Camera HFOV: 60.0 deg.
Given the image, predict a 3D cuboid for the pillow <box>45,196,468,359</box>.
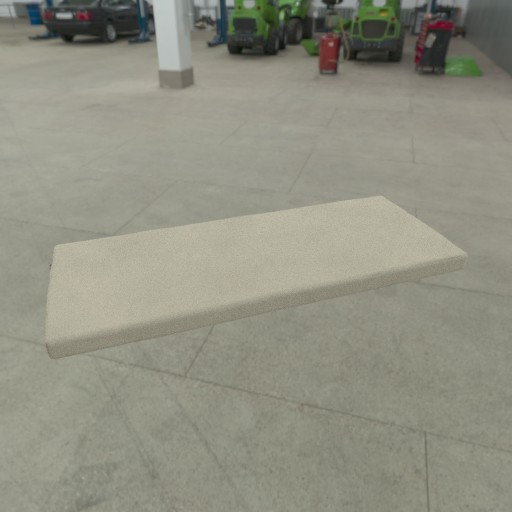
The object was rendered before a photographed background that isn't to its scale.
[{"bbox_3d":[0.000,0.000,1.330,1.187,0.081,0.492,-10,33,-16],"label":"pillow"}]
